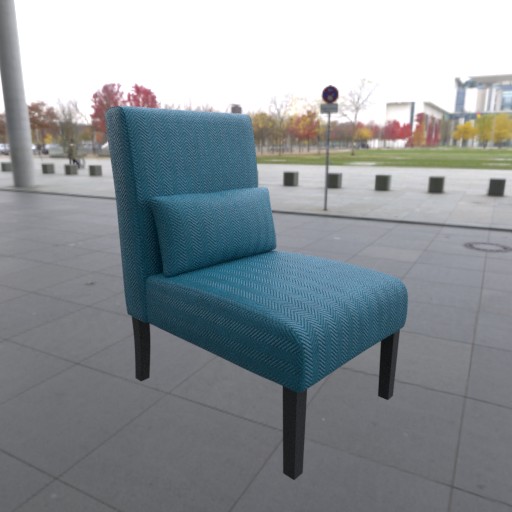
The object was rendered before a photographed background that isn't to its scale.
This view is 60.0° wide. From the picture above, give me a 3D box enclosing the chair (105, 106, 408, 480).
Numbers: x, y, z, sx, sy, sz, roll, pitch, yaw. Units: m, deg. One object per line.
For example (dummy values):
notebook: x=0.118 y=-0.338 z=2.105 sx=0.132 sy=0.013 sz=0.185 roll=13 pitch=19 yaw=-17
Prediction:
chair: x=0.000 y=0.000 z=1.430 sx=0.808 sy=0.927 sz=0.579 roll=13 pitch=19 yaw=42
